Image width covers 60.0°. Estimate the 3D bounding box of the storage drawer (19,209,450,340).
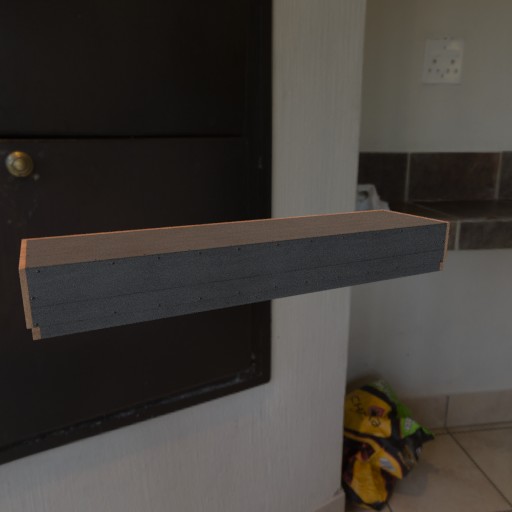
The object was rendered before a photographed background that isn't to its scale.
[{"bbox_3d":[0.000,0.000,2.184,2.032,0.264,0.538,-7,16,-25],"label":"storage drawer"}]
